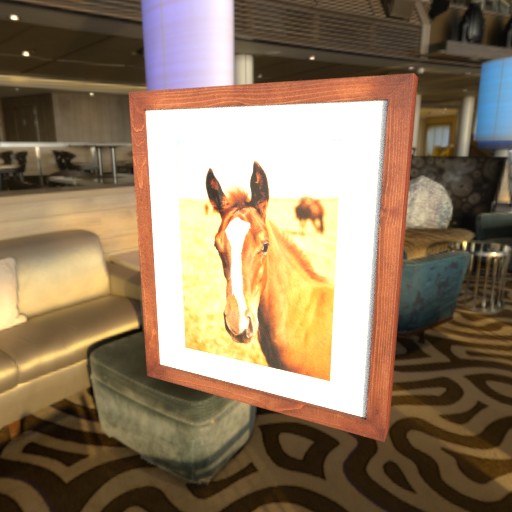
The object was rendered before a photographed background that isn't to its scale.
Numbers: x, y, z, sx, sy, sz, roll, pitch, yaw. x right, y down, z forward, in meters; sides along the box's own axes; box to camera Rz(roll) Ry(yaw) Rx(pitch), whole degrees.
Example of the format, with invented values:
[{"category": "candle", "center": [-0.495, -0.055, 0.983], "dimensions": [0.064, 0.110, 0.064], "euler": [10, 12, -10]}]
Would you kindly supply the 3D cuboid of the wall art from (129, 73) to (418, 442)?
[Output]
[{"category": "wall art", "center": [0.000, 0.000, 0.527], "dimensions": [0.330, 0.381, 0.030], "euler": [7, 16, 25]}]
